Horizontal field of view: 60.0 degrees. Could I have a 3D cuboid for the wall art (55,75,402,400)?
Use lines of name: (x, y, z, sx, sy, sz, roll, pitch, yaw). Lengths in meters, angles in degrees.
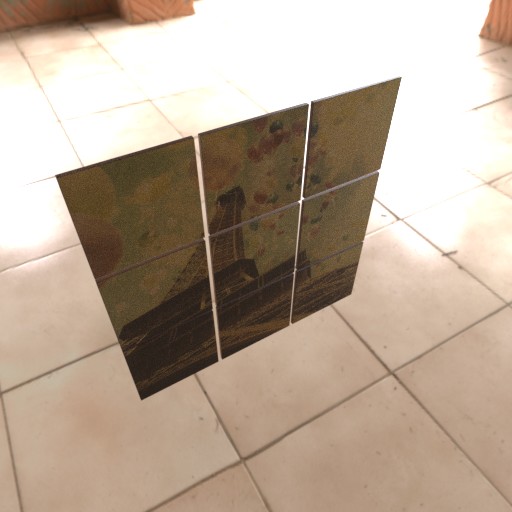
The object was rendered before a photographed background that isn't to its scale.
wall art: (0.000, 0.000, 1.859, 1.256, 1.246, 0.017, -23, 49, -21)
